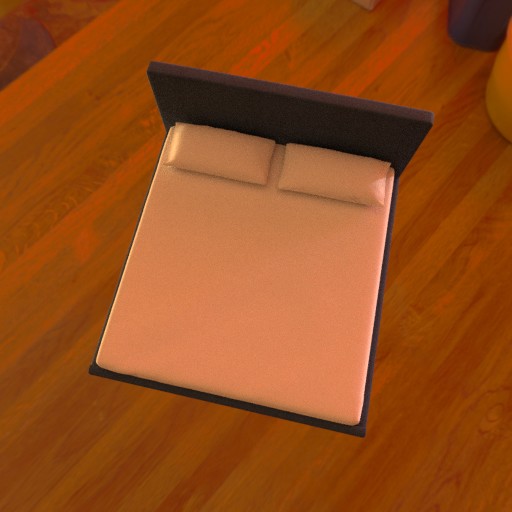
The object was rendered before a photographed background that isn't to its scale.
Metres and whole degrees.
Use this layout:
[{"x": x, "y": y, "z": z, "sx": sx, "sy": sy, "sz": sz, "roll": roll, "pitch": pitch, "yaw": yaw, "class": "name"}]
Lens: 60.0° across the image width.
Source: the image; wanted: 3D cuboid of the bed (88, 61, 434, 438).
[{"x": 0.000, "y": 0.000, "z": 3.395, "sx": 2.096, "sy": 1.231, "sz": 2.232, "roll": 12, "pitch": 73, "yaw": 4, "class": "bed"}]
